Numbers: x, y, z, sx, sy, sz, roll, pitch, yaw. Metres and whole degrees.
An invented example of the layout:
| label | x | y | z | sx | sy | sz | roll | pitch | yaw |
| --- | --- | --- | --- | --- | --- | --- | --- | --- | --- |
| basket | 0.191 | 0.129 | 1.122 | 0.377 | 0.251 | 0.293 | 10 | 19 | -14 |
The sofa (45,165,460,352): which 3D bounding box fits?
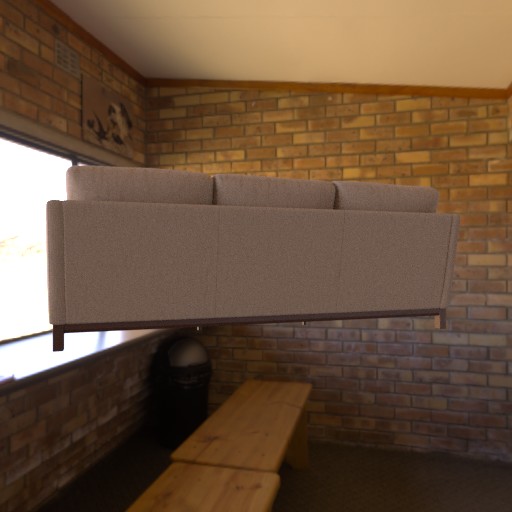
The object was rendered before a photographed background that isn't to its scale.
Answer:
| label | x | y | z | sx | sy | sz | roll | pitch | yaw |
| --- | --- | --- | --- | --- | --- | --- | --- | --- | --- |
| sofa | 0.000 | 0.000 | 2.803 | 2.321 | 0.913 | 1.000 | 0 | 0 | -18 |
